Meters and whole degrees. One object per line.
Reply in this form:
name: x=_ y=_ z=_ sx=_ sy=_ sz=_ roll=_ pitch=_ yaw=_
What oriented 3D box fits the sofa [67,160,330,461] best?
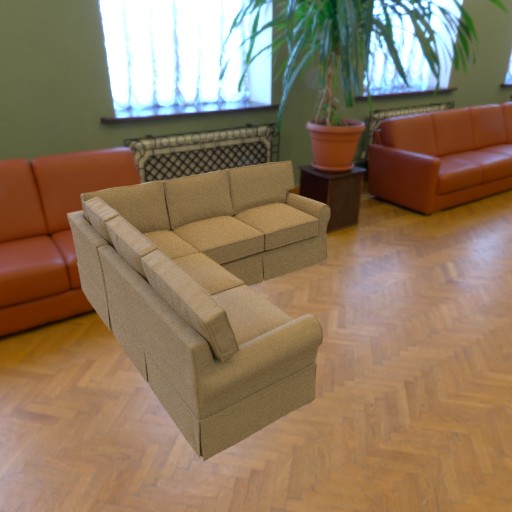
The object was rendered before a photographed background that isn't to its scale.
sofa: x=0.000 y=0.000 z=4.262 sx=2.733 sy=1.124 sz=2.730 roll=-17 pitch=30 yaw=-31
